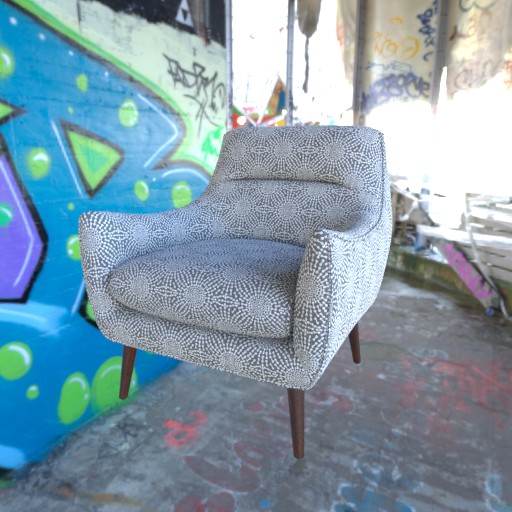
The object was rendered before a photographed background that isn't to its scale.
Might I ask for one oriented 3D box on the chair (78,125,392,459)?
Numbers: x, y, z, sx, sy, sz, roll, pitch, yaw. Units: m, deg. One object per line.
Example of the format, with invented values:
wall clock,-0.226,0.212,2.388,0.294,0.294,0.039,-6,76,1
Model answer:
chair,0.000,0.000,1.445,0.762,0.838,0.787,7,16,26
